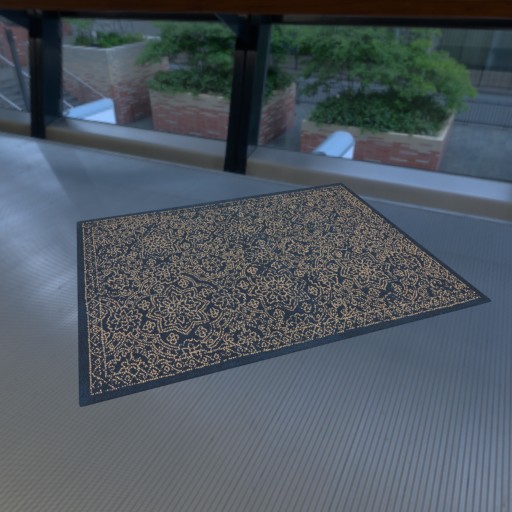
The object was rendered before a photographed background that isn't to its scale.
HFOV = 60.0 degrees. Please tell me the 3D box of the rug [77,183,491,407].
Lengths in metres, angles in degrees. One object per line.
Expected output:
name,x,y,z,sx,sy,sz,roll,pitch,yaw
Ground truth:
rug,0.000,0.000,3.995,3.048,0.010,2.438,-11,34,-16
